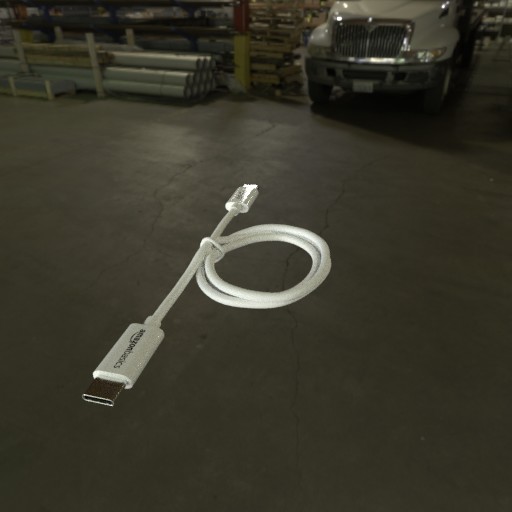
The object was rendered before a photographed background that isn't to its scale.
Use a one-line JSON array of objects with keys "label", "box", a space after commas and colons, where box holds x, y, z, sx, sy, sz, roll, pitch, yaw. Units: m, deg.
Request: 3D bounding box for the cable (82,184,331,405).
[{"label": "cable", "box": [0.000, 0.000, 0.209, 0.070, 0.014, 0.186, 7, 31, 12]}]
